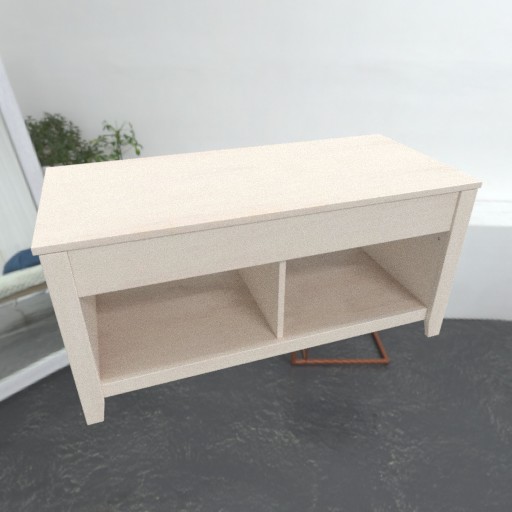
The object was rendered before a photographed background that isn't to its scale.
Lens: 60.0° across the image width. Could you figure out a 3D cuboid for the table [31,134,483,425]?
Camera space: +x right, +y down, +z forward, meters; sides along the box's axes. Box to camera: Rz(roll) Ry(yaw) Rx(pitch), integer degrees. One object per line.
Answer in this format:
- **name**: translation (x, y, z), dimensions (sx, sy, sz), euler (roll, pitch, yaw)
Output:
- **table**: translation (0.000, 0.000, 1.249), dimensions (1.016, 0.483, 0.457), euler (-10, 32, -16)
